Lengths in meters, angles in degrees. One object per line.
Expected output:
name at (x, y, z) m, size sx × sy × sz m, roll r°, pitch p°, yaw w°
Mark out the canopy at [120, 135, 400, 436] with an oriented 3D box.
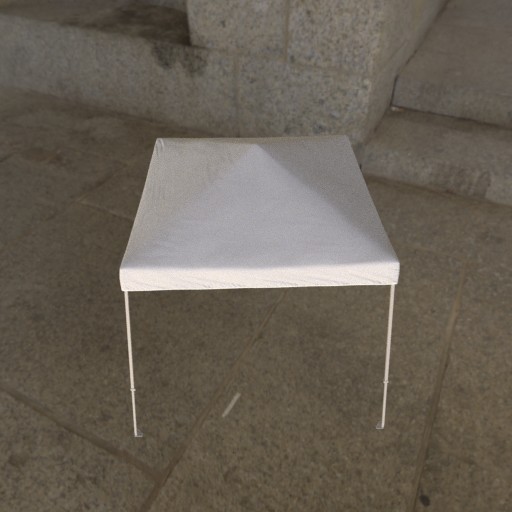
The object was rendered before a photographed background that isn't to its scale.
canopy at (0.000, 0.000, 6.534) m, size 3.599 × 3.600 × 3.600 m, roll -1°, pitch 42°, yaw -1°
